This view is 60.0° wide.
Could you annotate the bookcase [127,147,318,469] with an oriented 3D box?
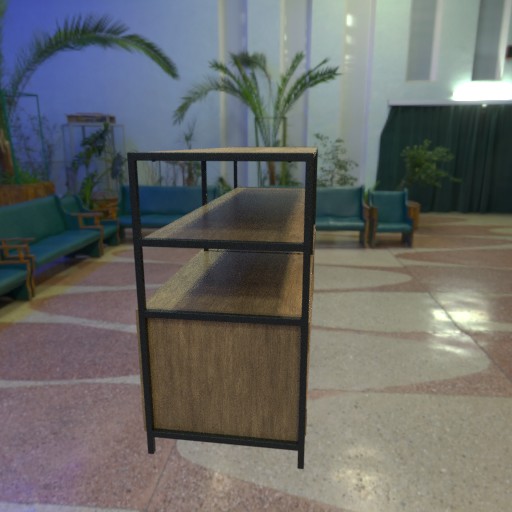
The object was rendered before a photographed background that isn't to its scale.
[{"bbox_3d":[0.000,0.000,1.511,0.391,0.712,1.149,2,15,8],"label":"bookcase"}]
